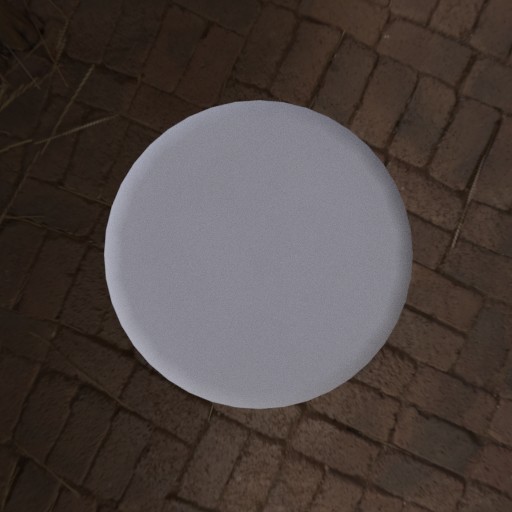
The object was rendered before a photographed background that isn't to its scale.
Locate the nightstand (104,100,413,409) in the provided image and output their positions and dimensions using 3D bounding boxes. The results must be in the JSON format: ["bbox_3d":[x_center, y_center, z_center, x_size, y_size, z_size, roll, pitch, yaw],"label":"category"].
[{"bbox_3d":[0.000,0.000,1.062,0.513,0.653,0.513,0,89,-1],"label":"nightstand"}]
